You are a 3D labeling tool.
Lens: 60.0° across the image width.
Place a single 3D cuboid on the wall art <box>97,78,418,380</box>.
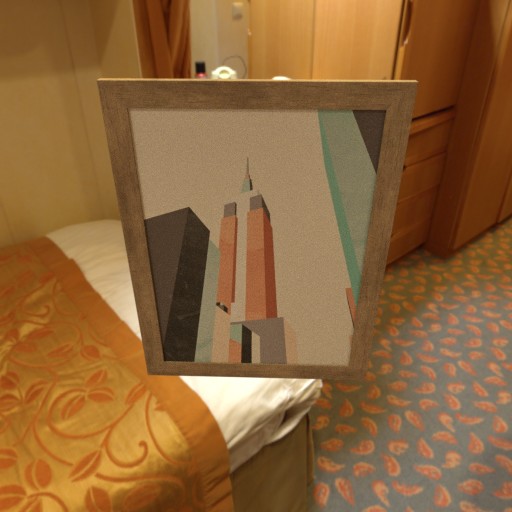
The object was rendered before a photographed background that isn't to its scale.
[{"bbox_3d":[0.000,0.000,0.918,0.534,0.686,0.018,1,31,2],"label":"wall art"}]
